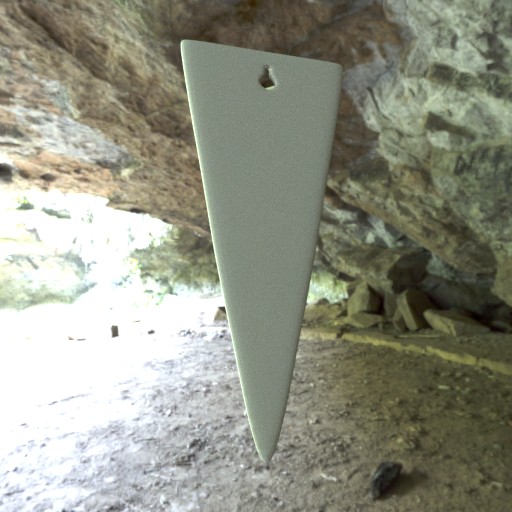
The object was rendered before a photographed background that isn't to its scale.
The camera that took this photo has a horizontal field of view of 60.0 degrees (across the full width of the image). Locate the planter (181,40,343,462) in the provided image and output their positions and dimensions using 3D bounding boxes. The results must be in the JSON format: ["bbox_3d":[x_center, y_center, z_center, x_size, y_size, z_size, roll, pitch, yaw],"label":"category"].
[{"bbox_3d":[0.000,0.000,0.393,0.143,0.338,0.065,0,-2,-18],"label":"planter"}]
